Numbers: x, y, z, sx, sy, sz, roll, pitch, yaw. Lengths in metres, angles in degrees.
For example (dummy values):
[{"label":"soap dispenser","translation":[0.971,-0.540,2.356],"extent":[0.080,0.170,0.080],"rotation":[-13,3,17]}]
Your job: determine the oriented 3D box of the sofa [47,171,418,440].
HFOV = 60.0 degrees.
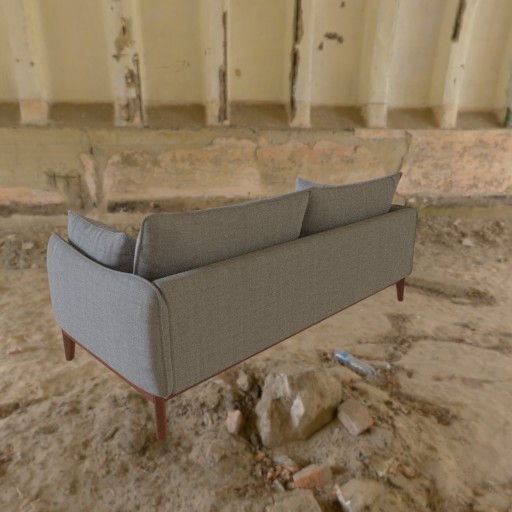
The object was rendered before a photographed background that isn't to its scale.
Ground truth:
[{"label":"sofa","translation":[0.000,0.000,2.473],"extent":[0.972,0.851,1.989],"rotation":[16,24,42]}]
